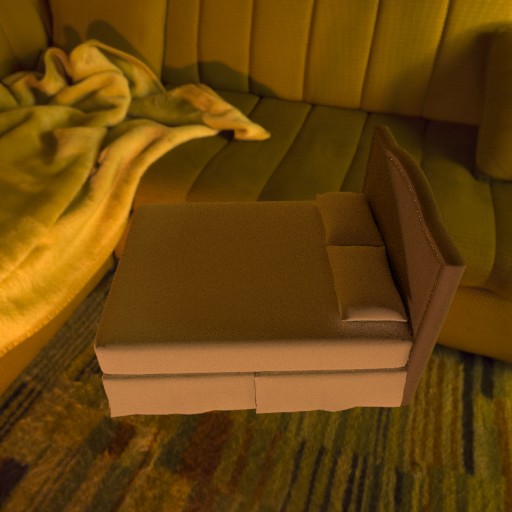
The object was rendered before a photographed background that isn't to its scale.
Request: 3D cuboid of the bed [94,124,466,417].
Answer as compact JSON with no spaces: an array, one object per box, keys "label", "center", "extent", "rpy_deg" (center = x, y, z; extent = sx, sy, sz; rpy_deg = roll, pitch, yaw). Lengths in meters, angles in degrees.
[{"label":"bed","center":[0.000,0.000,3.273],"extent":[2.128,1.441,1.744],"rpy_deg":[-1,41,-1]}]
